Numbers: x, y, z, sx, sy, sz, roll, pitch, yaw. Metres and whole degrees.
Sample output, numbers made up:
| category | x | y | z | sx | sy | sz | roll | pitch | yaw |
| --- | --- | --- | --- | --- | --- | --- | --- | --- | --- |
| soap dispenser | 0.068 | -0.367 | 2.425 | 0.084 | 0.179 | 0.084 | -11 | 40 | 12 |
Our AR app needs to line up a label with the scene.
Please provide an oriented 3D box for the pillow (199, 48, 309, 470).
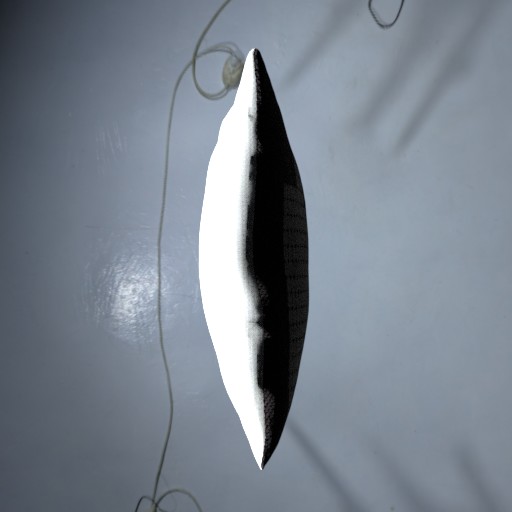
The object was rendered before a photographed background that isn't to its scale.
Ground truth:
| category | x | y | z | sx | sy | sz | roll | pitch | yaw |
| --- | --- | --- | --- | --- | --- | --- | --- | --- | --- |
| pillow | 0.000 | 0.000 | 0.720 | 0.178 | 0.473 | 0.475 | 0 | 90 | 0 |
